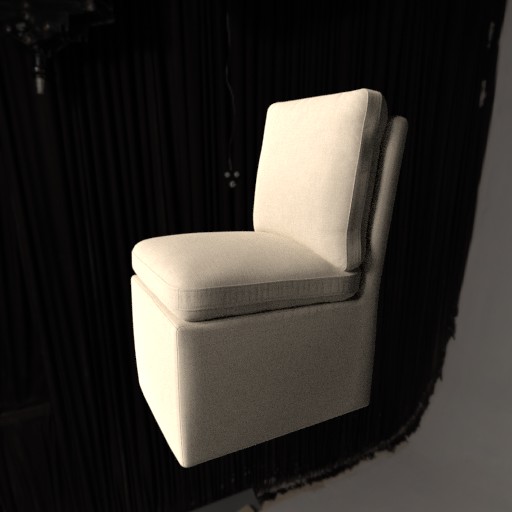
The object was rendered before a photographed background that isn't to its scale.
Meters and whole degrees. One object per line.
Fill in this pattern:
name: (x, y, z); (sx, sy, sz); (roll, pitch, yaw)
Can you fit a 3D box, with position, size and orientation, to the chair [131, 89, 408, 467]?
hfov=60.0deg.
chair: (0.000, 0.000, 1.338); (0.698, 0.927, 0.503); (-7, 16, -27)
